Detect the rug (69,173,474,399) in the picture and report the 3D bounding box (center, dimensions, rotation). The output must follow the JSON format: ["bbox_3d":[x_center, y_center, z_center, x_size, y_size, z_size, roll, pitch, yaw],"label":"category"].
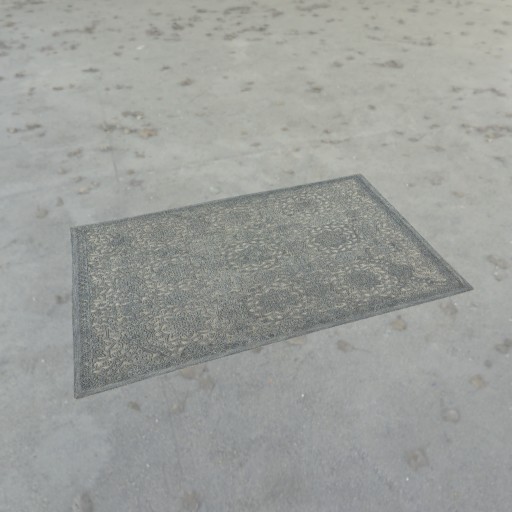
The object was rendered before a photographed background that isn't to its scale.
[{"bbox_3d":[0.000,0.000,3.134,2.498,0.022,1.535,-13,43,-14],"label":"rug"}]
